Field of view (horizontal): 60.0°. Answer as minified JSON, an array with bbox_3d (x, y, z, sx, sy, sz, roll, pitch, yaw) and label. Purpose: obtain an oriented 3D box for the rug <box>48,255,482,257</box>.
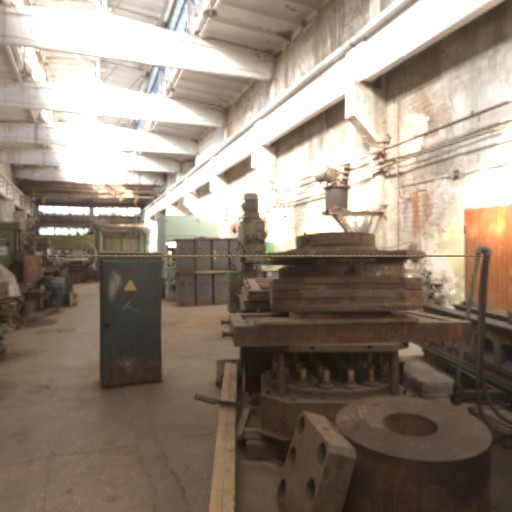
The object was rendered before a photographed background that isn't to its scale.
[{"bbox_3d":[0.000,0.000,3.041,2.435,0.010,1.544,0,0,-18],"label":"rug"}]
